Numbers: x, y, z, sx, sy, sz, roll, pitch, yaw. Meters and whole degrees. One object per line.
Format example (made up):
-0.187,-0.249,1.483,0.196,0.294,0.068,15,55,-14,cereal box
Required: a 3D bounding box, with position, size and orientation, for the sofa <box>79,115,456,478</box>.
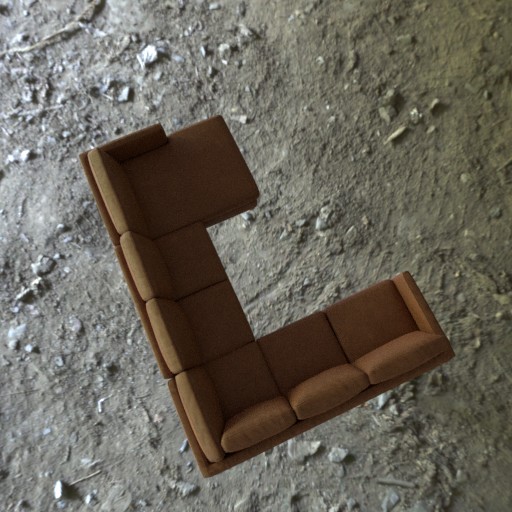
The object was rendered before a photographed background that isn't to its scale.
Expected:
0.000,0.000,4.639,2.593,0.923,3.460,-24,77,-6,sofa
